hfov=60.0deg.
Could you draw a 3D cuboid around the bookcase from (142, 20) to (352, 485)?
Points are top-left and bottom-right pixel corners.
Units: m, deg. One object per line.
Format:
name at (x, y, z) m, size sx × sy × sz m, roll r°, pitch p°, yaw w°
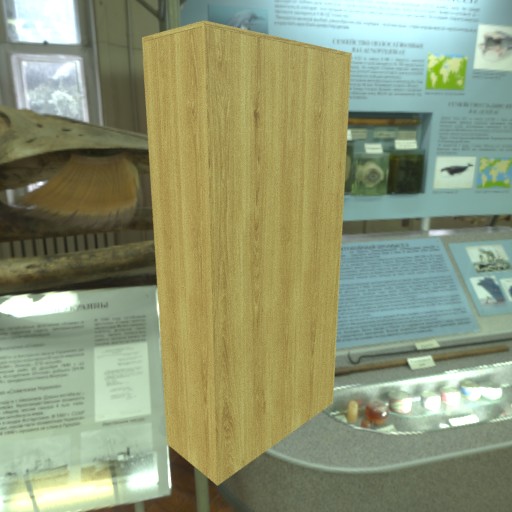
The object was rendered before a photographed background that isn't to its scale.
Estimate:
bookcase at (0.000, 0.000, 2.324) m, size 0.420 × 2.020 × 0.950 m, roll 15°, pitch 21°, yaw 43°
